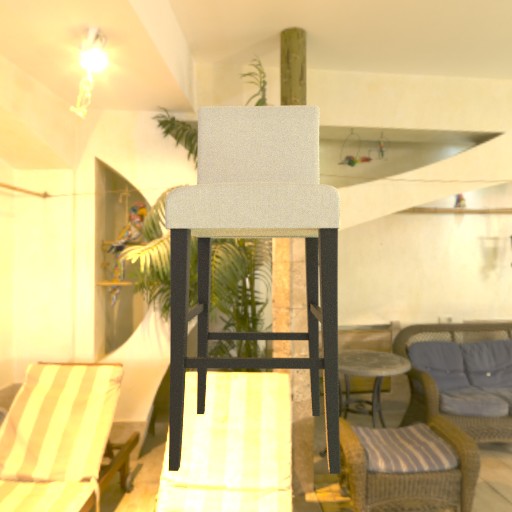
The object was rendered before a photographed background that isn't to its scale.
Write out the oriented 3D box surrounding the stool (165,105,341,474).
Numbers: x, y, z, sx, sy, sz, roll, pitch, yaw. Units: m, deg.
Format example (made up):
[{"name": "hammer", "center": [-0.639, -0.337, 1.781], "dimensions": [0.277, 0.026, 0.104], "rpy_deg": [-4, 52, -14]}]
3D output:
[{"name": "stool", "center": [0.000, 0.000, 1.417], "dimensions": [0.452, 1.124, 0.597], "rpy_deg": [0, -1, 2]}]
